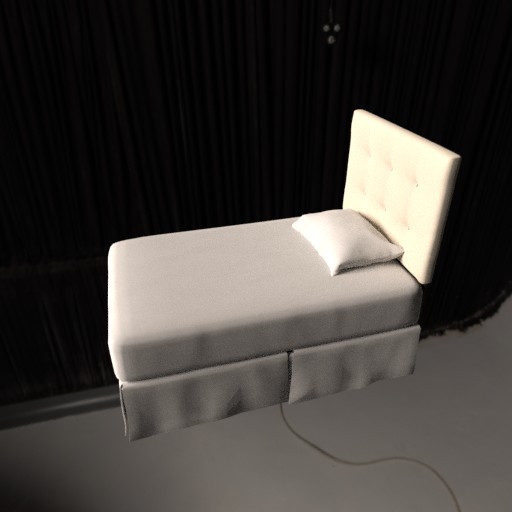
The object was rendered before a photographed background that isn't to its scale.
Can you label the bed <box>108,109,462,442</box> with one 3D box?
[{"bbox_3d":[0.000,0.000,2.984,1.997,1.571,1.261,-8,32,-13],"label":"bed"}]
